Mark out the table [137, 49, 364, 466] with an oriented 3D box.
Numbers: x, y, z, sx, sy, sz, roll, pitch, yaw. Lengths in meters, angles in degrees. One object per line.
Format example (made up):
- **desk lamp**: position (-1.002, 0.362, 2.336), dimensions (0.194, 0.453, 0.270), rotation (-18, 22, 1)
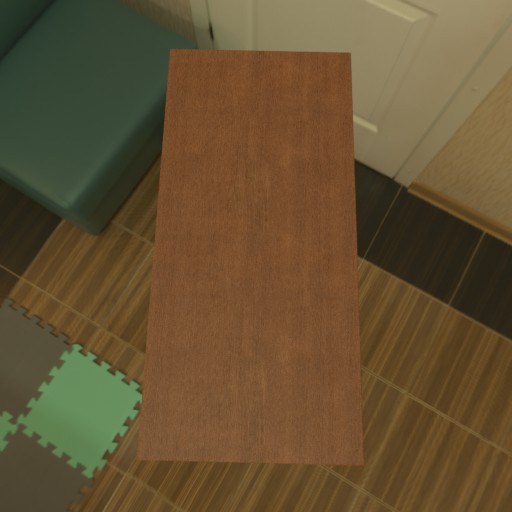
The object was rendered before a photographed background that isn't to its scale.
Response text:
- **table**: position (0.000, 0.000, 1.282), dimensions (0.483, 0.457, 1.016), rotation (1, 76, 0)
